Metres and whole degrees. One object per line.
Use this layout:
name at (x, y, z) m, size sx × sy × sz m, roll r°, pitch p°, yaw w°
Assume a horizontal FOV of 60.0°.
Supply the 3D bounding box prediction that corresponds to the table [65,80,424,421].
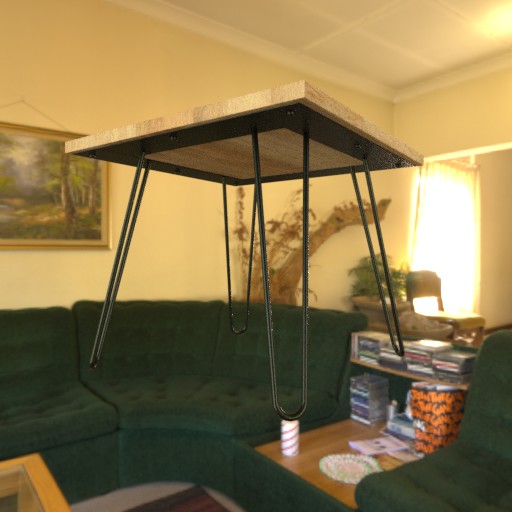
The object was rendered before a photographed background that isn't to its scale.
table at (0.000, 0.000, 1.037) m, size 0.599 × 0.500 × 0.599 m, roll 0°, pitch 1°, yaw 36°
